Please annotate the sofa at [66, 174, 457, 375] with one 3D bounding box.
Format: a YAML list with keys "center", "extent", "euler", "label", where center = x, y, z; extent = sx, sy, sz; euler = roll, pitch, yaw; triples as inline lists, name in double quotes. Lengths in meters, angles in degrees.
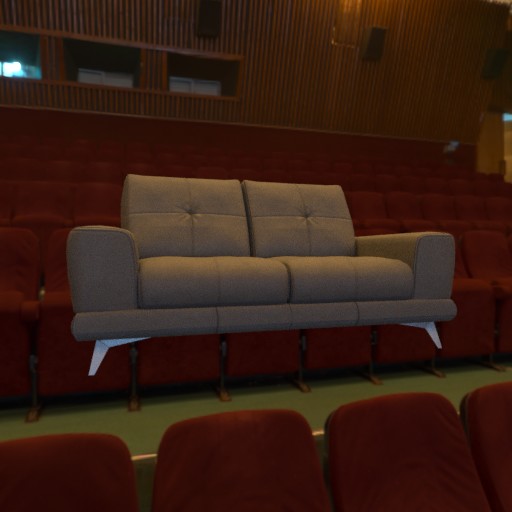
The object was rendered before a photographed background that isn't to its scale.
- center: [0.000, 0.000, 2.372]
  extent: [1.806, 0.907, 1.018]
  euler: [0, 0, -18]
  label: "sofa"
